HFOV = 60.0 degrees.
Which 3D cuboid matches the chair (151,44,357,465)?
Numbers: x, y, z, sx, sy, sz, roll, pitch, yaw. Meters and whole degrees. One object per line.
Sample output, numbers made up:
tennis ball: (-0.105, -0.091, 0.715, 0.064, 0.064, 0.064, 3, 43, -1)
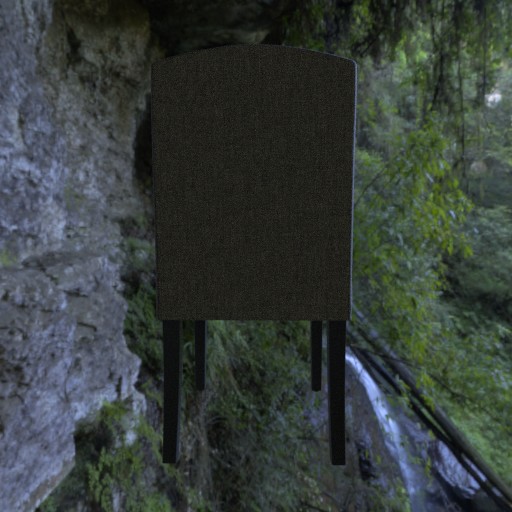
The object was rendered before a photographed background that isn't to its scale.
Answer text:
chair: (0.000, 0.000, 1.233, 0.451, 0.917, 0.580, 0, 2, 1)
